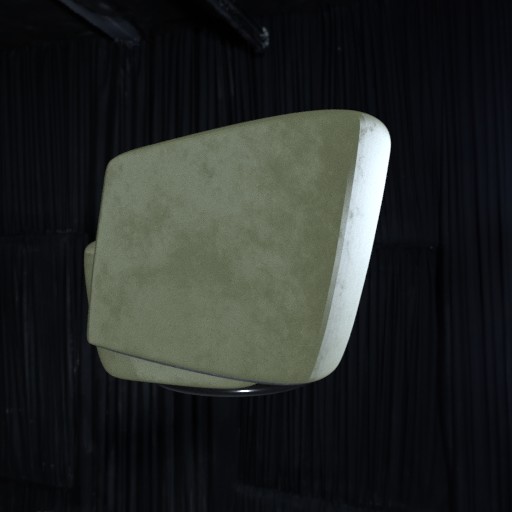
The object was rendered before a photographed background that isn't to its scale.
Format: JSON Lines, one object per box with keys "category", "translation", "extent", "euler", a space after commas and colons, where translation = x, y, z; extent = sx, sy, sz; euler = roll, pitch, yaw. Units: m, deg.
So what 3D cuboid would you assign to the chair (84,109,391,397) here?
{"category": "chair", "translation": [0.000, 0.000, 1.317], "extent": [0.767, 0.698, 0.773], "euler": [0, -1, 18]}
